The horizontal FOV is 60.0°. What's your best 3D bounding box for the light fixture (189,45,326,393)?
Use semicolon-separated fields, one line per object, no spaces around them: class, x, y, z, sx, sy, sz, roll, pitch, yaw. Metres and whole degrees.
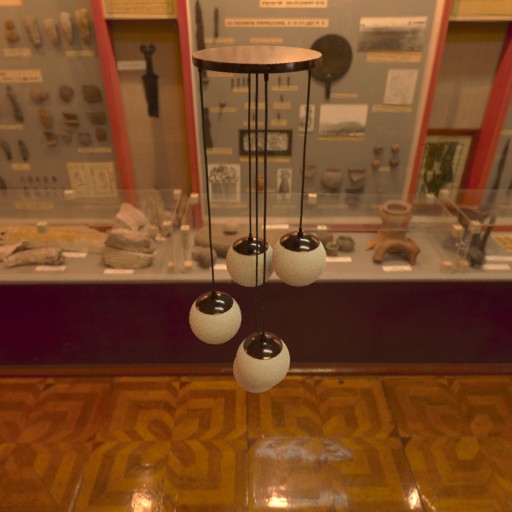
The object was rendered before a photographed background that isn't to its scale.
light fixture;0.000;0.000;1.518;0.489;1.271;0.484;1;32;1
